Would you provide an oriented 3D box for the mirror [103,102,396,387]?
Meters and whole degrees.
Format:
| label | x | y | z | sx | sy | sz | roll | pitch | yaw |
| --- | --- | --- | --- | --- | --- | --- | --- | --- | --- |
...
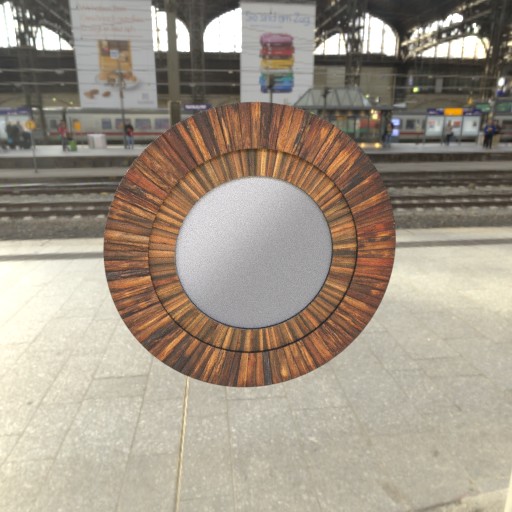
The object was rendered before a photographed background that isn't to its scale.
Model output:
| label | x | y | z | sx | sy | sz | roll | pitch | yaw |
| --- | --- | --- | --- | --- | --- | --- | --- | --- | --- |
| mirror | 0.000 | 0.000 | 1.640 | 1.077 | 1.077 | 0.036 | -2 | 16 | -8 |
